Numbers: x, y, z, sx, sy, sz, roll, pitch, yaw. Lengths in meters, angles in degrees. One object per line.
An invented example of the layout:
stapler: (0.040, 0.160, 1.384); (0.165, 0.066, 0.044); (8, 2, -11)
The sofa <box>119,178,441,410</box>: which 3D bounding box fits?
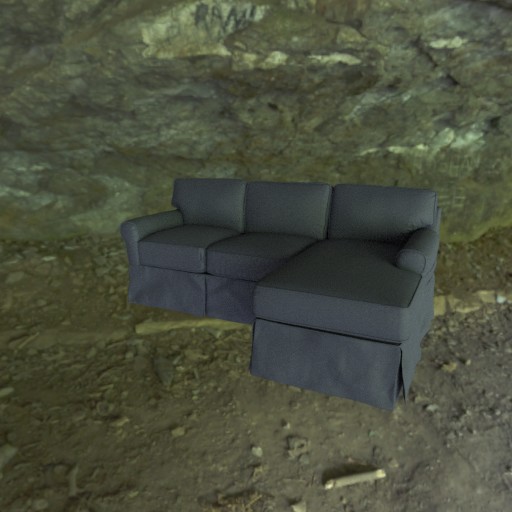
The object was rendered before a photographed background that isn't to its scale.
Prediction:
sofa: (0.000, 0.000, 3.377); (2.518, 1.039, 1.637); (7, 16, 25)
